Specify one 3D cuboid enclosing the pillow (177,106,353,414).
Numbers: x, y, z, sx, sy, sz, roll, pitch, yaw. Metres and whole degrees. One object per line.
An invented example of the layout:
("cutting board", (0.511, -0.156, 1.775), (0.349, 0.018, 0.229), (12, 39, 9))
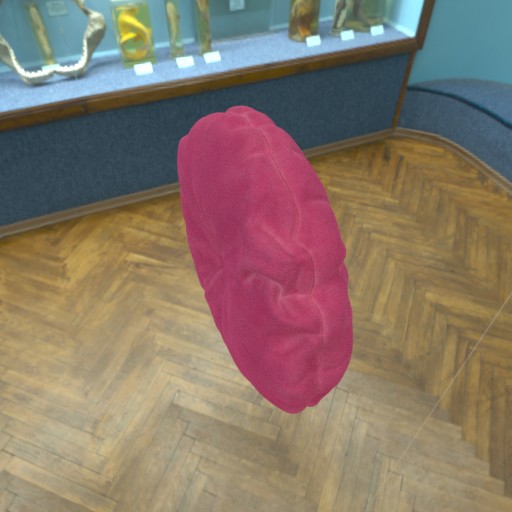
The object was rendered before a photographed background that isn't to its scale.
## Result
("pillow", (0.000, 0.000, 0.640), (0.148, 0.407, 0.428), (-17, 49, -15))
